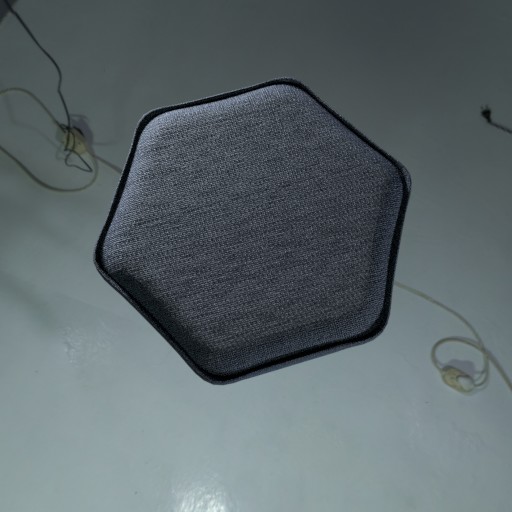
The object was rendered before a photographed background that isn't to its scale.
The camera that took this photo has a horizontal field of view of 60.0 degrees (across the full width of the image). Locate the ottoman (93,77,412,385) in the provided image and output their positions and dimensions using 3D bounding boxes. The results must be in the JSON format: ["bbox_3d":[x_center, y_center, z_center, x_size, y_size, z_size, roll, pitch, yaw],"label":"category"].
[{"bbox_3d":[0.000,0.000,0.885,0.454,0.505,0.492,17,76,4],"label":"ottoman"}]
